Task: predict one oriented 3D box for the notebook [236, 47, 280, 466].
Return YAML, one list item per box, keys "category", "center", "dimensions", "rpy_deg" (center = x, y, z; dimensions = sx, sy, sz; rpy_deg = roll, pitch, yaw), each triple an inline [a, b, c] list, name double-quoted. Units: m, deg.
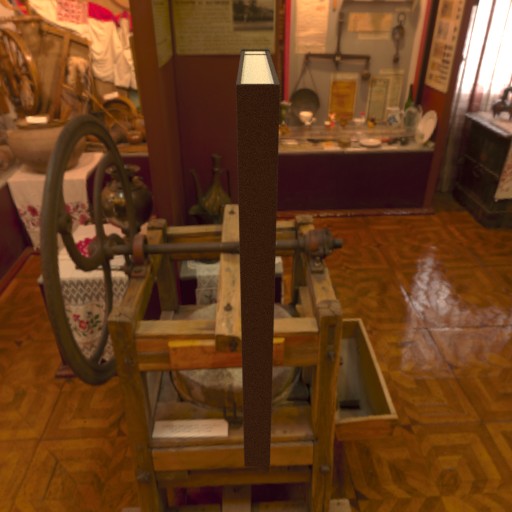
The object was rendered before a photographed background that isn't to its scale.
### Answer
- category: "notebook"
  center: [0.000, 0.000, 0.260]
  dimensions: [0.016, 0.213, 0.127]
  rpy_deg: [0, 31, -1]
